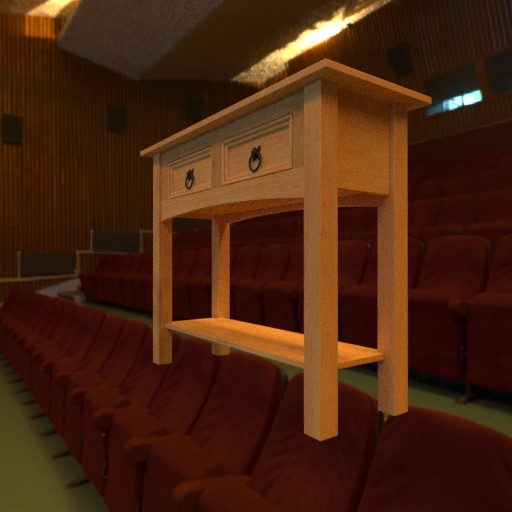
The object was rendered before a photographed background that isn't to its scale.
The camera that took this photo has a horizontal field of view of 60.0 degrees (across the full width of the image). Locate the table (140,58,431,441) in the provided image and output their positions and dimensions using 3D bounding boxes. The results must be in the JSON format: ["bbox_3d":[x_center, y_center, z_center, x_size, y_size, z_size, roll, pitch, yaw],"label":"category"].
[{"bbox_3d":[0.000,0.000,1.277,0.340,0.728,0.900,0,0,-36],"label":"table"}]
